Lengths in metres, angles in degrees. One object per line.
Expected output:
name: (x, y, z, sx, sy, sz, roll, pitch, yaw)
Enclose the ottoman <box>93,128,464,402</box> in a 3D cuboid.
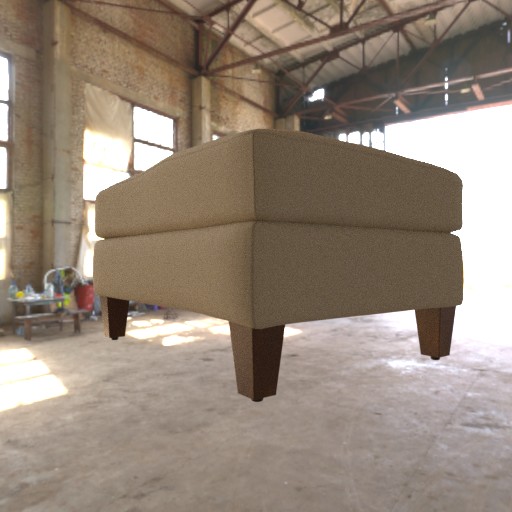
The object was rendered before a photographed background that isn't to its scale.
ottoman: (0.000, 0.000, 1.164, 0.634, 0.485, 0.818, 0, -1, -36)
